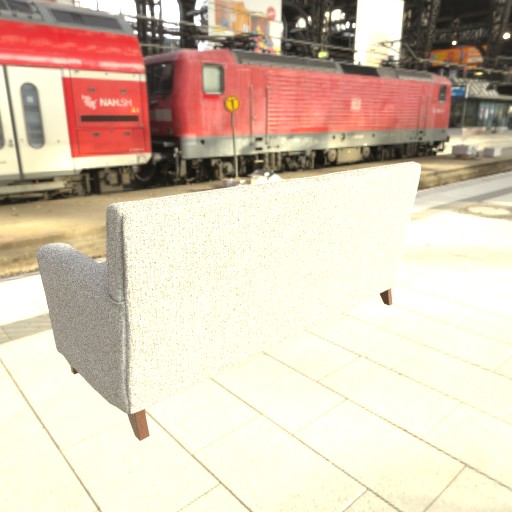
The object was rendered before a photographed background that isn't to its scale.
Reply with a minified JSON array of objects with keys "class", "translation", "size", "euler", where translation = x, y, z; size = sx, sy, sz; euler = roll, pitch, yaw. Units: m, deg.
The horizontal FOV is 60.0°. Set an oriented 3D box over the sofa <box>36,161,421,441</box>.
[{"class":"sofa","translation":[0.000,0.000,2.430],"size":[2.026,0.942,0.854],"euler":[-16,24,-41]}]
